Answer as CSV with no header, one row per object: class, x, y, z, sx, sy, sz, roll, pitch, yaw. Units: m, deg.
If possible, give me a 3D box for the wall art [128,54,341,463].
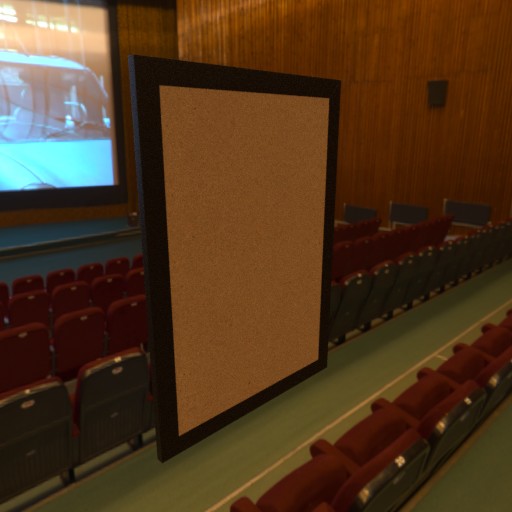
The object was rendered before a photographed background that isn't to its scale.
wall art,0.000,0.000,0.686,0.381,0.534,0.013,-15,22,-42
